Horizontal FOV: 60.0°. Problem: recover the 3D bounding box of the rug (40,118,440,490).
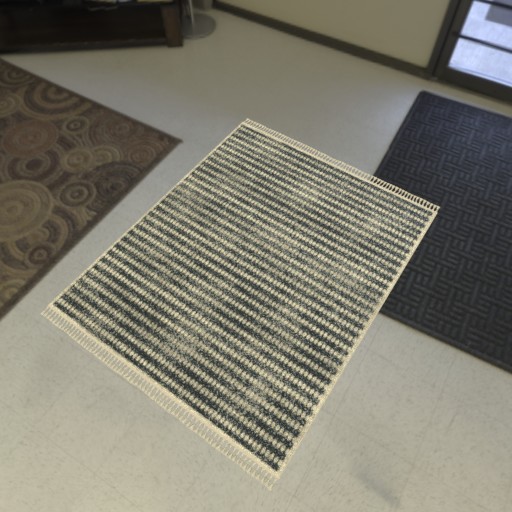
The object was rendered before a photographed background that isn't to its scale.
[{"bbox_3d":[0.000,0.000,3.897,2.256,0.013,2.910,30,61,18],"label":"rug"}]
